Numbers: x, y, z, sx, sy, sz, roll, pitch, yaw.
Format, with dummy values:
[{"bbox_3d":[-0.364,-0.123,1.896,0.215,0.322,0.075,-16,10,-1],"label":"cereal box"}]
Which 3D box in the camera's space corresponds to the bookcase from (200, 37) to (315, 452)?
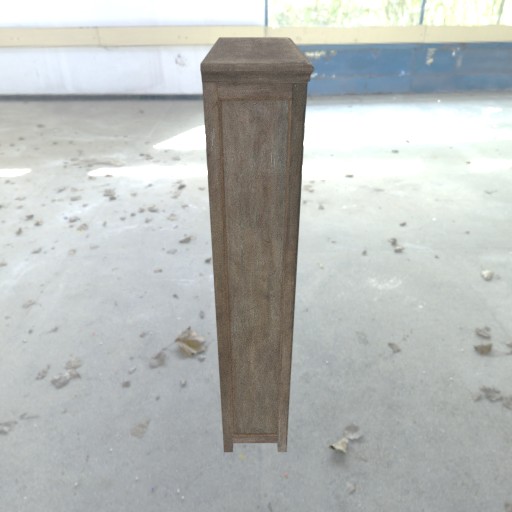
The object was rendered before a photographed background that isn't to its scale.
[{"bbox_3d":[0.000,0.000,2.198,0.348,1.880,0.906,0,31,0],"label":"bookcase"}]
